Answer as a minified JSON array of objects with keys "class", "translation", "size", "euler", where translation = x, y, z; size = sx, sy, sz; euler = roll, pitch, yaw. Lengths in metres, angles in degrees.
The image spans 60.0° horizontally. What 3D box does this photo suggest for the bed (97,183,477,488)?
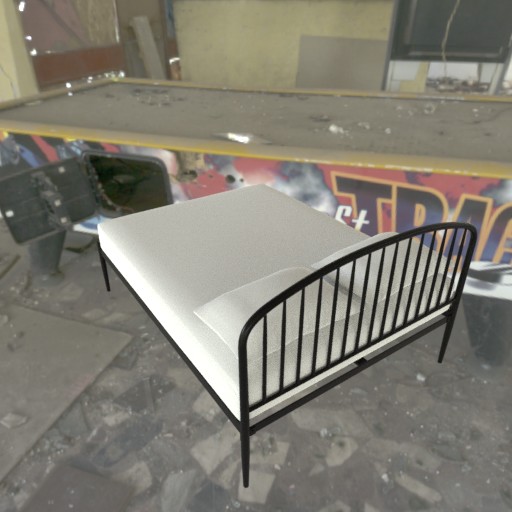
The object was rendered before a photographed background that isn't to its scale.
[{"class":"bed","translation":[0.000,0.000,3.093],"size":[1.618,1.166,2.159],"euler":[-19,35,-29]}]
